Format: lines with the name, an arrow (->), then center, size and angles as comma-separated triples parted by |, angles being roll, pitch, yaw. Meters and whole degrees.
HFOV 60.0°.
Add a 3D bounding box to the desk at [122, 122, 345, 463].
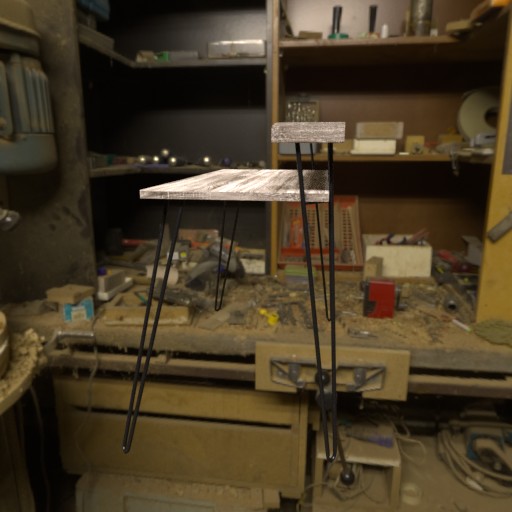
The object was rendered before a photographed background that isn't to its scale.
desk -> 0.000, 0.000, 1.639 | 0.605, 0.899, 1.135 | 2, 14, 8
